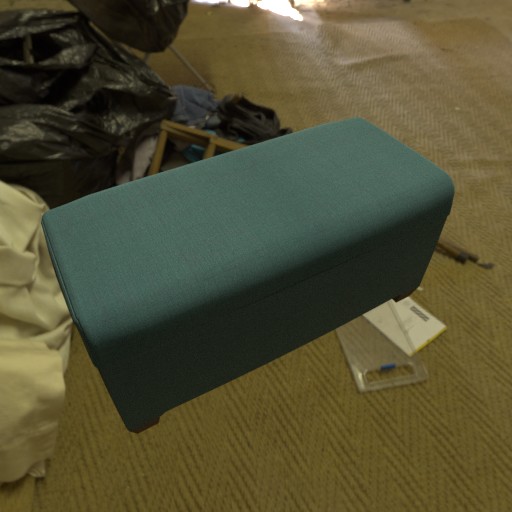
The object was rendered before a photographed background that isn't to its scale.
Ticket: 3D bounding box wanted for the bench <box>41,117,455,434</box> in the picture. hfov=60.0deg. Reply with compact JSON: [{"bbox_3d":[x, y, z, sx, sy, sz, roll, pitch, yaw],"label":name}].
[{"bbox_3d":[0.000,0.000,1.261,0.995,0.474,0.476,-22,49,-20],"label":"bench"}]
